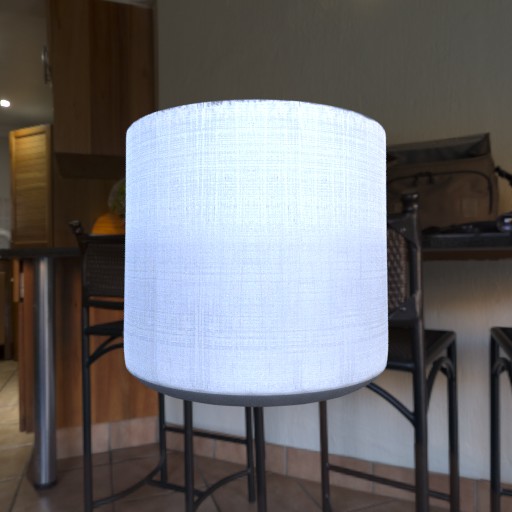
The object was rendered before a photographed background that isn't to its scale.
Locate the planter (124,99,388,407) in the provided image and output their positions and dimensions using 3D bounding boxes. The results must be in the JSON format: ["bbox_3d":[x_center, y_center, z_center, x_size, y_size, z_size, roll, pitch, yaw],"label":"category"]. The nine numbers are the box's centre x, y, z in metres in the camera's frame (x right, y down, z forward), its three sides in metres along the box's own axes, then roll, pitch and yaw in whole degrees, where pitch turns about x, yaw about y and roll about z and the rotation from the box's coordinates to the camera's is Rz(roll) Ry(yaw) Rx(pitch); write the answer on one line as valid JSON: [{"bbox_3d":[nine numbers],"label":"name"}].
[{"bbox_3d":[0.000,0.000,0.386,0.221,0.201,0.221,0,0,0],"label":"planter"}]
